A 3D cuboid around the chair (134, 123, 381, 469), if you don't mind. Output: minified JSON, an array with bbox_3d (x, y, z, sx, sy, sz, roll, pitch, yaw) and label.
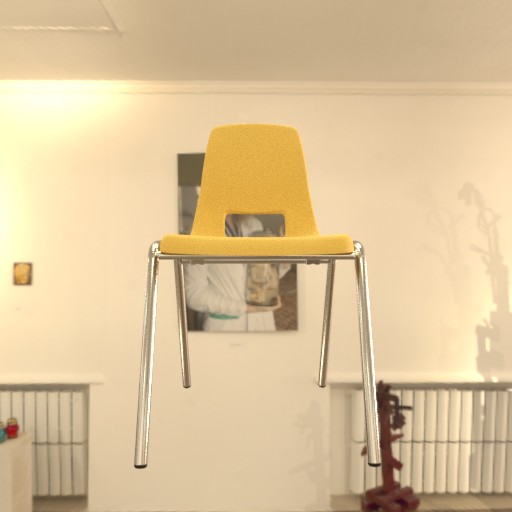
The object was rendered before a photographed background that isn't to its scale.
[{"bbox_3d":[0.000,0.000,0.891,0.381,0.653,0.436,0,0,-1],"label":"chair"}]
